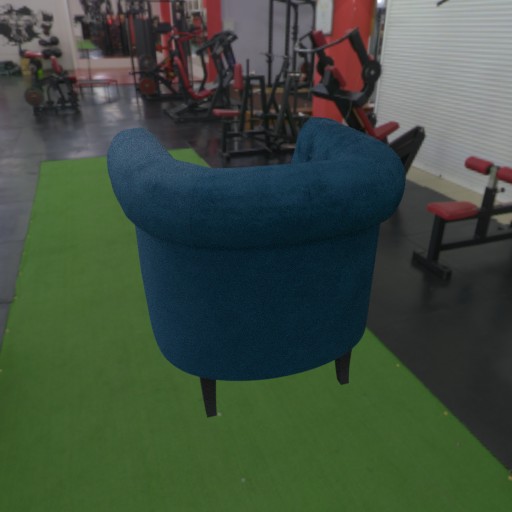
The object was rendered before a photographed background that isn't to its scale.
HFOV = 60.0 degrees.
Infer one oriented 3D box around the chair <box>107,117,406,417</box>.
[{"bbox_3d":[0.000,0.000,1.560,0.904,0.826,0.851,-8,28,-16],"label":"chair"}]
